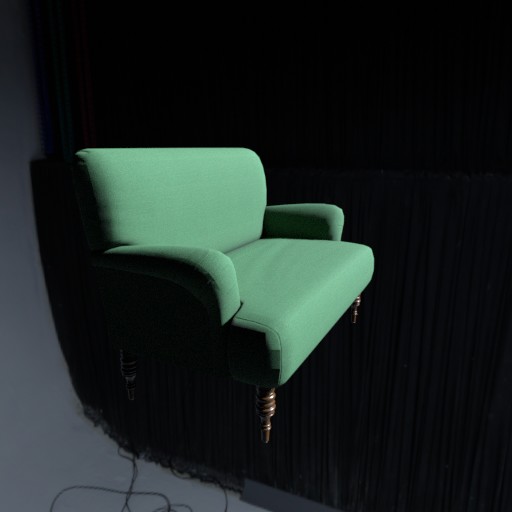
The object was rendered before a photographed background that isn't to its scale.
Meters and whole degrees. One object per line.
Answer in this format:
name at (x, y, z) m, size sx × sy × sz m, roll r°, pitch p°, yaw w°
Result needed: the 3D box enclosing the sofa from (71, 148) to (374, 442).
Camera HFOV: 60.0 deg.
sofa at (0.000, 0.000, 1.880) m, size 0.779 × 0.889 × 1.297 m, roll 7°, pitch 15°, yaw 26°
